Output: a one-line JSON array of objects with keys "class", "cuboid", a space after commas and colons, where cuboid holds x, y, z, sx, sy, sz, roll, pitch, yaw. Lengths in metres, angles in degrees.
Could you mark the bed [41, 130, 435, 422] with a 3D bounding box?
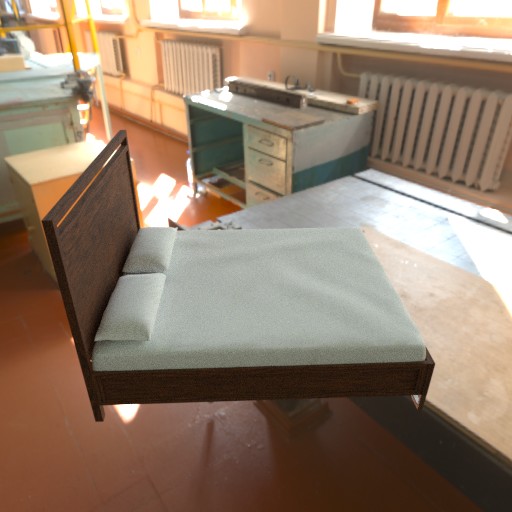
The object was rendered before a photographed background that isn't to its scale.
[{"class": "bed", "cuboid": [0.000, 0.000, 3.385, 2.218, 1.487, 1.765, -1, 30, -2]}]
